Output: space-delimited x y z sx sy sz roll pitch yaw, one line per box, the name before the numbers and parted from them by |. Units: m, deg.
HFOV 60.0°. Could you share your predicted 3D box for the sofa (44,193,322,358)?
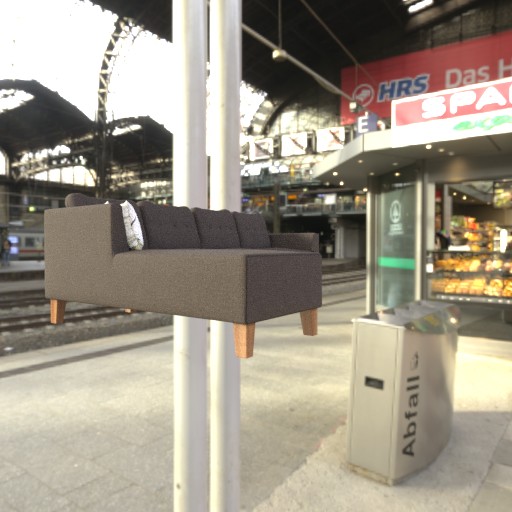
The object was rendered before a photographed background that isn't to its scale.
sofa | 0.000 0.000 3.693 1.829 0.932 2.679 1 1 36
